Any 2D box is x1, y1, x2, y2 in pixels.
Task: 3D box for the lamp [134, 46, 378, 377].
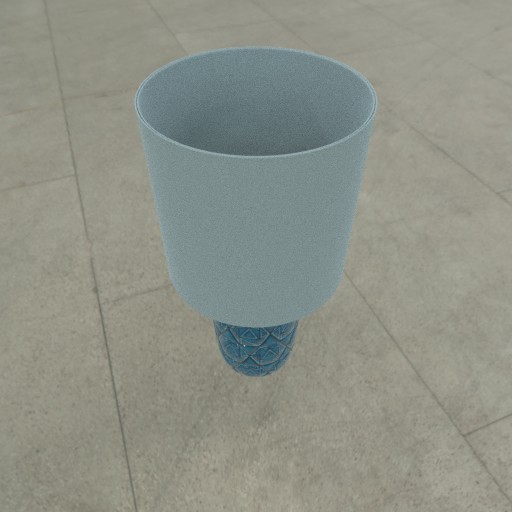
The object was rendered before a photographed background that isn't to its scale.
[{"bbox_3d":[0.000,0.000,0.491,0.193,0.377,0.193,25,50,23],"label":"lamp"}]
